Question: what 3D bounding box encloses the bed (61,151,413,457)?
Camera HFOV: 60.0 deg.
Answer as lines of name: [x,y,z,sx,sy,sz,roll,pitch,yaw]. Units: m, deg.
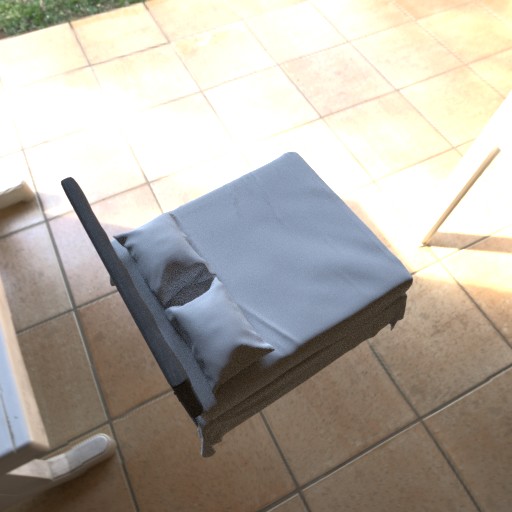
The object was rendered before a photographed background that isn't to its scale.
bed: [0.000,0.000,3.536,2.222,1.577,1.936,-29,64,-16]
